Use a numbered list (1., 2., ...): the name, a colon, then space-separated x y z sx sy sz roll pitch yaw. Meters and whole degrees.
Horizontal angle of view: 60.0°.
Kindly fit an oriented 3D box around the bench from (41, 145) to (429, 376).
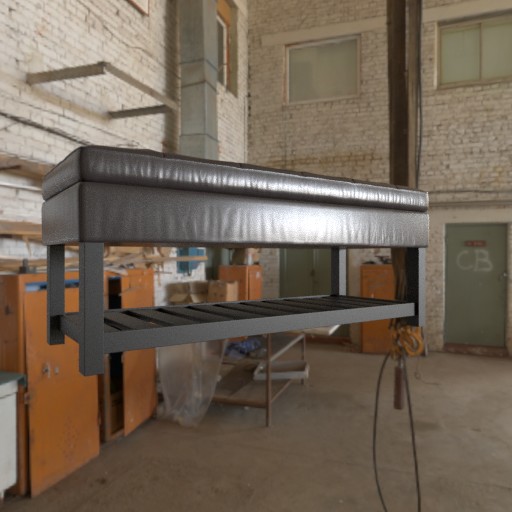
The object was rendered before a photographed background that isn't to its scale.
1. bench: 0.000 0.000 1.317 1.105 0.460 0.432 0 0 -35
